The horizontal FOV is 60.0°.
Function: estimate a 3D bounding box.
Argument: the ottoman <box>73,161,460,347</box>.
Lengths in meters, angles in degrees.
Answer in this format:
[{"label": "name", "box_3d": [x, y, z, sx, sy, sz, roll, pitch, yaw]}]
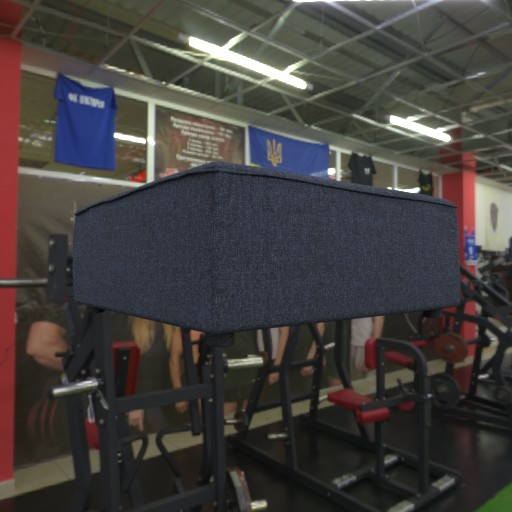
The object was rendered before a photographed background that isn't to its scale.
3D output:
[{"label": "ottoman", "box_3d": [0.000, 0.000, 1.605, 1.023, 0.423, 1.017, 1, -1, -37]}]
